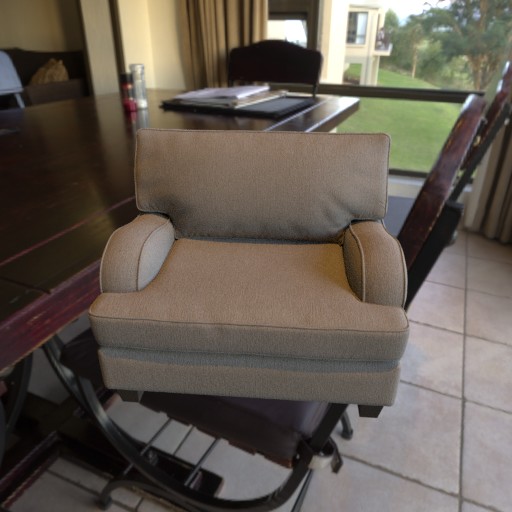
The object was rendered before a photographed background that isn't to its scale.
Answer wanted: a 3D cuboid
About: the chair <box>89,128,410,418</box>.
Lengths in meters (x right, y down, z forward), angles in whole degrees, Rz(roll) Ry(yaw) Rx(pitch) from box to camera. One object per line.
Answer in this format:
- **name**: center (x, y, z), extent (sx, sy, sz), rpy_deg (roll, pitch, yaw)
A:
- **chair**: center (0.000, 0.000, 2.034), extent (1.220, 1.016, 1.041), rpy_deg (2, 28, 4)
